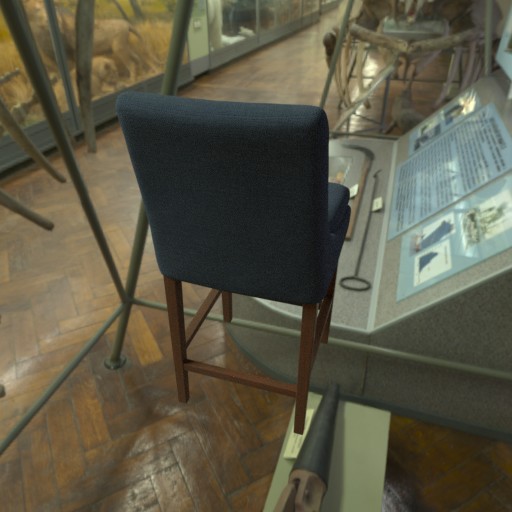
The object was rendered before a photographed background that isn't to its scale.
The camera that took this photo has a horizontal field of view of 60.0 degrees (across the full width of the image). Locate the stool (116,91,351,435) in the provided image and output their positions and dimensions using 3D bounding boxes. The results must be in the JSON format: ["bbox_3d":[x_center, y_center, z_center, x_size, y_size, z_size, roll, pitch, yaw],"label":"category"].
[{"bbox_3d":[0.000,0.000,1.274,0.470,0.981,0.577,10,34,15],"label":"stool"}]
